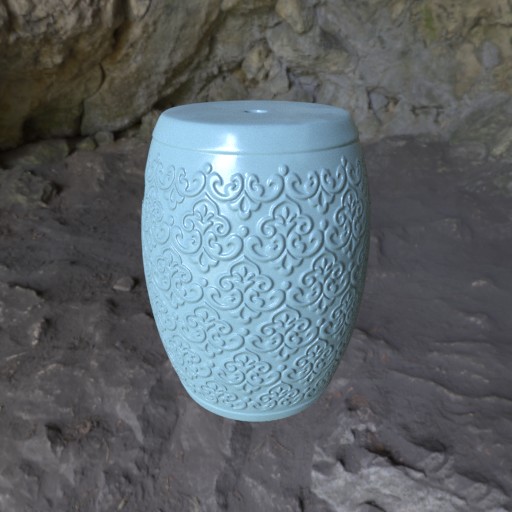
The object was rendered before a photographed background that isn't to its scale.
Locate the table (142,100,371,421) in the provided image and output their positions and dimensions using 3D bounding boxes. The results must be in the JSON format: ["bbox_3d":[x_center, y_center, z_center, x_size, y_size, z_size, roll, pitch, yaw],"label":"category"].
[{"bbox_3d":[0.000,0.000,0.628,0.309,0.397,0.309,0,25,0],"label":"table"}]
